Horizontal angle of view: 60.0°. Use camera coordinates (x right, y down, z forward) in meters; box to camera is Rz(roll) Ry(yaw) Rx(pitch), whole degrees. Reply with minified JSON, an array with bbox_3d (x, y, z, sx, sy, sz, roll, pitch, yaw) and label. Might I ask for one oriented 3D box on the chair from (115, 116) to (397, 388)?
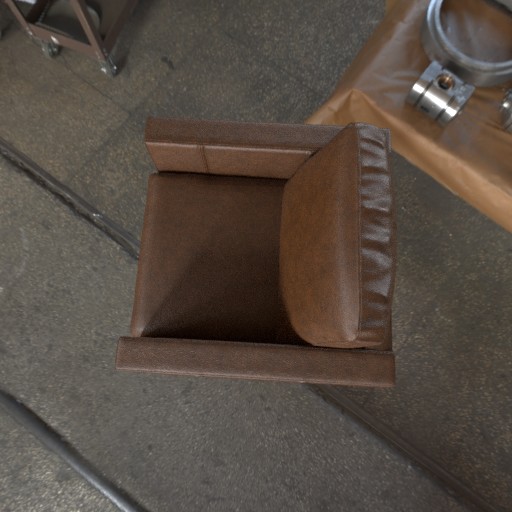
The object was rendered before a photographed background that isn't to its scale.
[{"bbox_3d":[0.000,0.000,1.672,0.909,0.956,0.890,3,76,1],"label":"chair"}]
